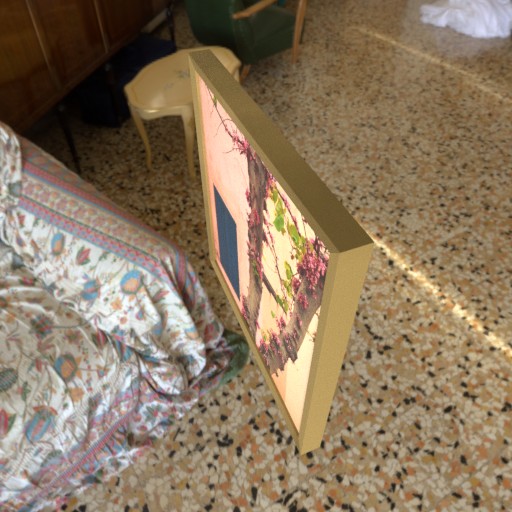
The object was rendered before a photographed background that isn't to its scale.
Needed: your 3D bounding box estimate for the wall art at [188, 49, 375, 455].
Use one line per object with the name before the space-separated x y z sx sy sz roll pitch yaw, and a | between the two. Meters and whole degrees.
wall art | 0.000 0.000 0.765 0.038 0.508 0.507 -16 48 -15
